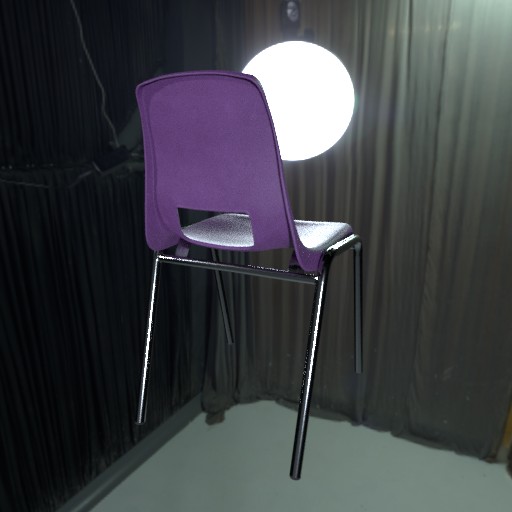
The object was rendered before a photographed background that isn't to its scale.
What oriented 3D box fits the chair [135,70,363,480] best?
[{"bbox_3d":[0.000,0.000,0.906,0.381,0.654,0.432,7,17,25],"label":"chair"}]
